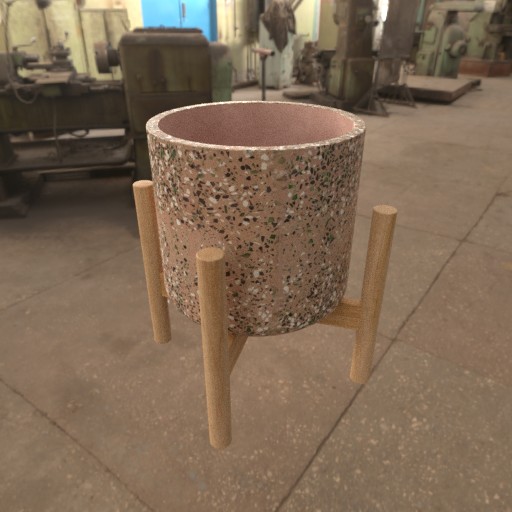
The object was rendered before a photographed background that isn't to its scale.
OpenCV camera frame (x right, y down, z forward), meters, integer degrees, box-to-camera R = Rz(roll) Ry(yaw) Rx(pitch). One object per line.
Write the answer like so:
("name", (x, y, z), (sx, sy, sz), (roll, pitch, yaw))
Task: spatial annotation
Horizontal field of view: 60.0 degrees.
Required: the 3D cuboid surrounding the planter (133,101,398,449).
("planter", (0.000, 0.000, 0.535), (0.284, 0.320, 0.284), (21, 36, 33))
